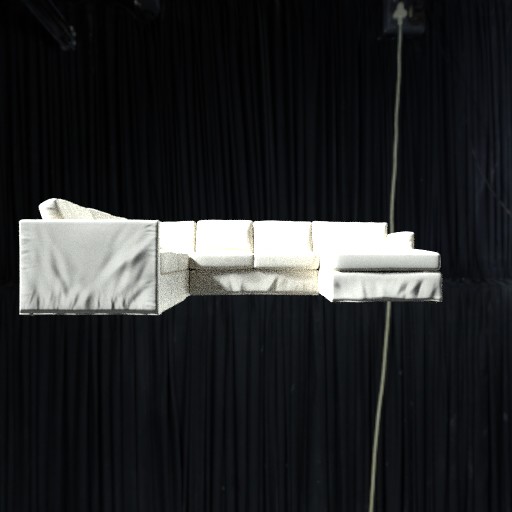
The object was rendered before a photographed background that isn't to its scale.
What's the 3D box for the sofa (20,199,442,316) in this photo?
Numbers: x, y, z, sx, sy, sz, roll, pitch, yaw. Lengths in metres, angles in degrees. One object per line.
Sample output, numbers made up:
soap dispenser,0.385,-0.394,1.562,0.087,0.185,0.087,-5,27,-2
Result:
sofa,0.000,0.000,4.418,3.460,0.882,2.427,0,0,-1
